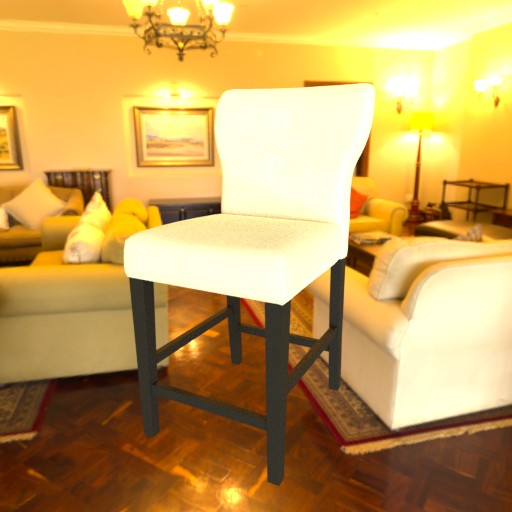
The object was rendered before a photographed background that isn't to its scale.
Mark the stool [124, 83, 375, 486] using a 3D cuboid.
[{"bbox_3d":[0.000,0.000,1.276,0.514,0.972,0.603,8,16,27],"label":"stool"}]
